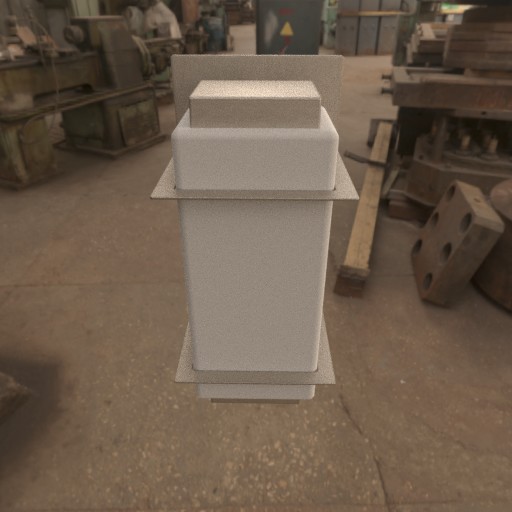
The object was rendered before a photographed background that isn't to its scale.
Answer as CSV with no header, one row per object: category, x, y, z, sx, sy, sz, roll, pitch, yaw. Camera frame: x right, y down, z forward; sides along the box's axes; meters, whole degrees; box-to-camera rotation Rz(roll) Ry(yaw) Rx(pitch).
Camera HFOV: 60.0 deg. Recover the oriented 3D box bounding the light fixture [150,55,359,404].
light fixture,0.000,0.000,0.474,0.168,0.380,0.160,1,31,1
